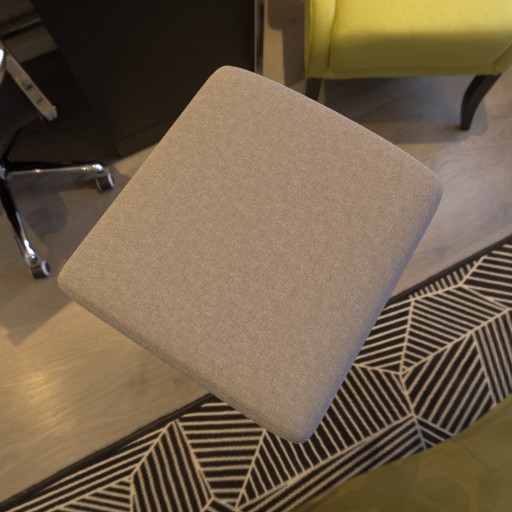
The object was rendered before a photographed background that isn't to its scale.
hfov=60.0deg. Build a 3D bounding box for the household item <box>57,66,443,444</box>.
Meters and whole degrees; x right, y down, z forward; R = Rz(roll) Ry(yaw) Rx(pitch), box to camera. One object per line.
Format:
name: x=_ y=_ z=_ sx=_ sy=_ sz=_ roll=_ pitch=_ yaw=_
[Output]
household item: x=0.000 y=0.000 z=0.897 sx=0.530 sy=0.410 sz=0.530 roll=31 pitch=76 yaw=9
